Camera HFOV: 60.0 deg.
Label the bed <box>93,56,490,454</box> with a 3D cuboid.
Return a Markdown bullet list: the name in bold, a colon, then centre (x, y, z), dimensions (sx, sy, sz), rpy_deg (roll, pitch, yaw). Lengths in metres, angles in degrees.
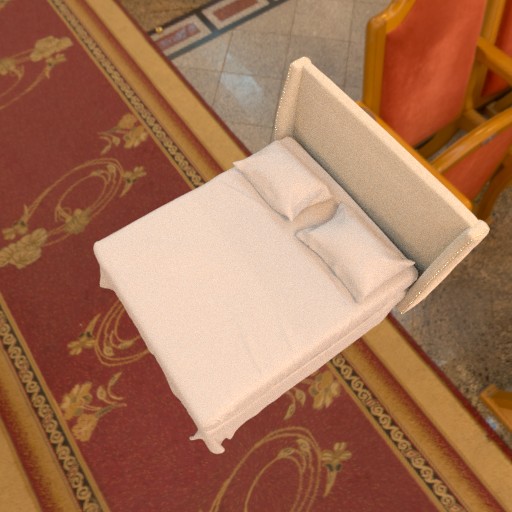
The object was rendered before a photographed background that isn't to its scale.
- **bed**: centre (0.000, 0.000, 3.393), dimensions (2.276, 1.332, 1.925), rpy_deg (-32, 68, -15)
